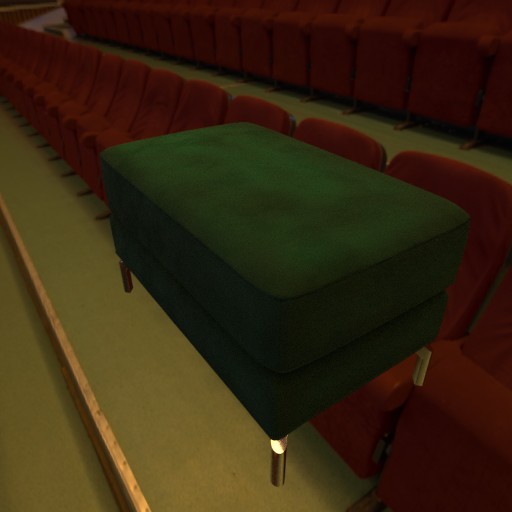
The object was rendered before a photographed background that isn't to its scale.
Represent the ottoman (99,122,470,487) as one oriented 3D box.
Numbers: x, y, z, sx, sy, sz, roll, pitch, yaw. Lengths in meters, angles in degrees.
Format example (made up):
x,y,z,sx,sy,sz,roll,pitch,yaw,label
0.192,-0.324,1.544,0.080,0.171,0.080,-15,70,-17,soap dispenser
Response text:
x,y,z,sx,sy,sz,roll,pitch,yaw,label
0.000,0.000,1.219,0.536,0.533,0.886,-20,37,-29,ottoman
